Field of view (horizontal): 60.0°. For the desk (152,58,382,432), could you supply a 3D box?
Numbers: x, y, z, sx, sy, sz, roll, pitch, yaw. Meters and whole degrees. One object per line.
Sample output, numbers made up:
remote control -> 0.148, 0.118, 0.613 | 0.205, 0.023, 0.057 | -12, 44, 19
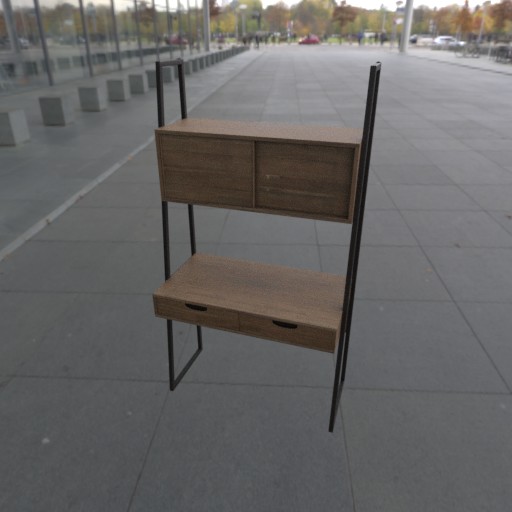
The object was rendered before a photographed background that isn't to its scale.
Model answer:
desk -> 0.000, 0.000, 2.256 | 0.982, 1.809, 0.515 | 9, 28, 17
